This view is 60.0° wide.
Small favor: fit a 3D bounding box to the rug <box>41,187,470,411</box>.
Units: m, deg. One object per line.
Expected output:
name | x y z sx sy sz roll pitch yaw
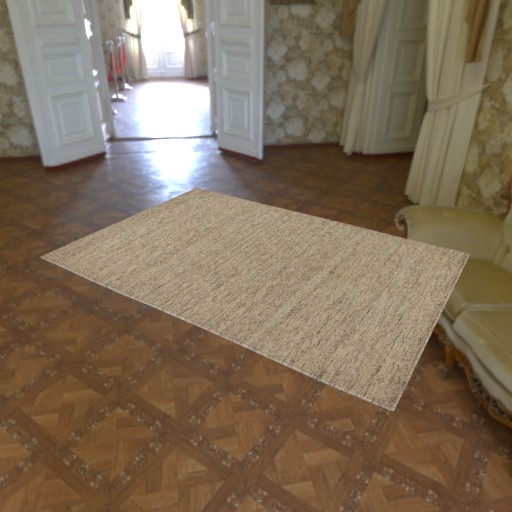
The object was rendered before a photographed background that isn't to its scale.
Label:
rug | 0.000 0.000 2.838 2.283 0.013 1.547 17 33 29
